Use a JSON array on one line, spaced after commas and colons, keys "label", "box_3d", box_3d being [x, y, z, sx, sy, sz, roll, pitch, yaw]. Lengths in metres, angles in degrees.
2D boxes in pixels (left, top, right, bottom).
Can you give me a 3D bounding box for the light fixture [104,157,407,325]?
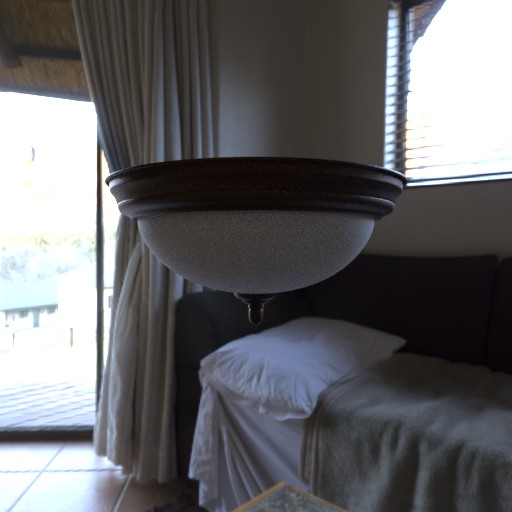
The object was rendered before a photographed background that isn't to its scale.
[{"label": "light fixture", "box_3d": [0.000, 0.000, 0.433, 0.280, 0.135, 0.280, 0, 1, 0]}]
